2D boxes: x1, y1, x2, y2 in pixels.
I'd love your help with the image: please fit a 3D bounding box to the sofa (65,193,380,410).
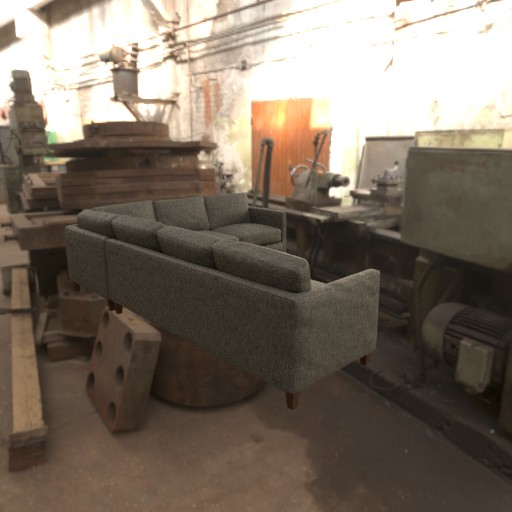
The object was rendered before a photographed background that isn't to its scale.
[{"bbox_3d":[0.000,0.000,4.512,2.593,0.947,3.302,-13,19,-43],"label":"sofa"}]
